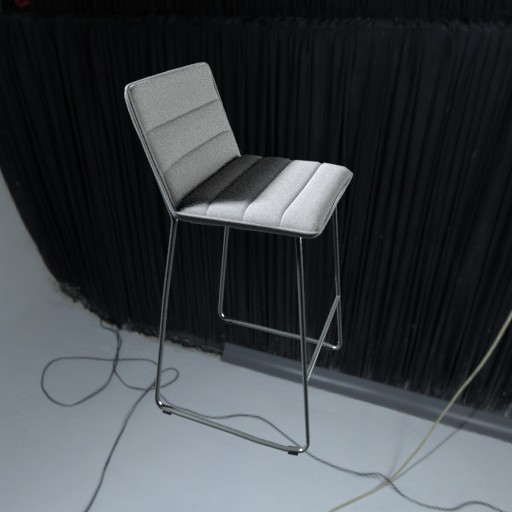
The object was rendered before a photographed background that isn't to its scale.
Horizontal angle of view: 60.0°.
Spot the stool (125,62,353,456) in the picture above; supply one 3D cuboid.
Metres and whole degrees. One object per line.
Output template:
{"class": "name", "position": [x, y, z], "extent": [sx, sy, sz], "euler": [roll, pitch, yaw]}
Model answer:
{"class": "stool", "position": [0.000, 0.000, 1.259], "extent": [0.490, 0.960, 0.490], "euler": [11, 33, 18]}
